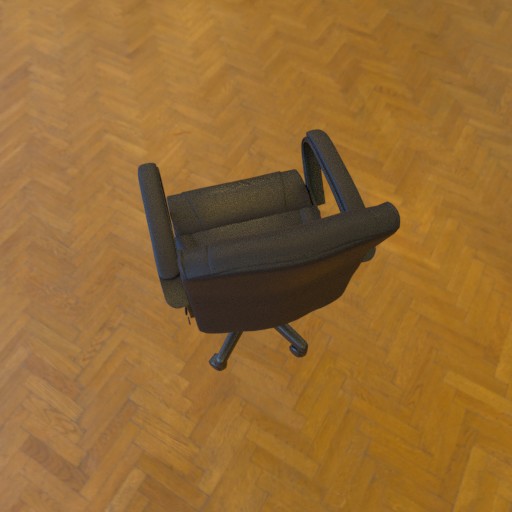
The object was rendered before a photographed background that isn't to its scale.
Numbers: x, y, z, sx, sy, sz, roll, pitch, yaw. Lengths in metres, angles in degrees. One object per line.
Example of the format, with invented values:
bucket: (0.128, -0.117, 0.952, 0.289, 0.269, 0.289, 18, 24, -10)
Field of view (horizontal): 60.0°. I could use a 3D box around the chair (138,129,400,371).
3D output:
chair: (0.000, 0.000, 1.366, 0.576, 0.998, 0.641, -13, 60, -8)
